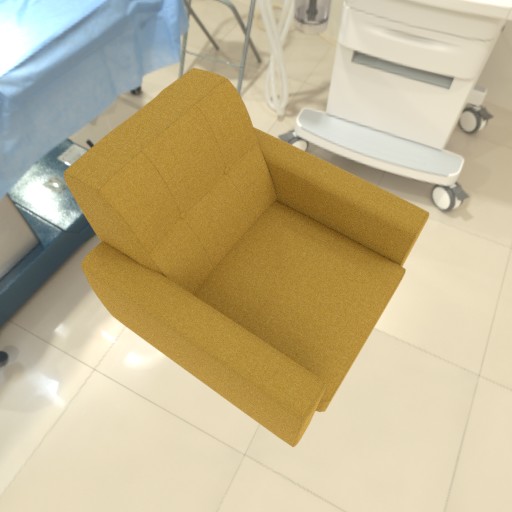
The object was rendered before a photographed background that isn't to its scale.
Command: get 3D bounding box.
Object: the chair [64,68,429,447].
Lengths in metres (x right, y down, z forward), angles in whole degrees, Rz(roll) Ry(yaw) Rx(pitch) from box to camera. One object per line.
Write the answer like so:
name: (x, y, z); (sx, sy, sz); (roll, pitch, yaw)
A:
chair: (0.000, 0.000, 1.534); (0.909, 0.841, 0.831); (30, 62, 18)
